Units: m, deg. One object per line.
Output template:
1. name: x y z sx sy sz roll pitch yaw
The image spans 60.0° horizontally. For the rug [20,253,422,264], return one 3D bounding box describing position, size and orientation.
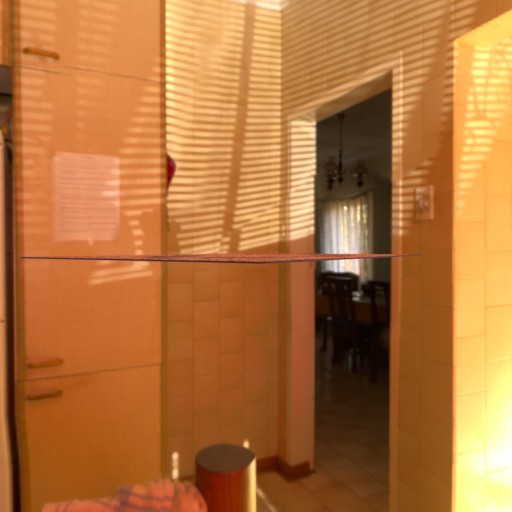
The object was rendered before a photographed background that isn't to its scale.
1. rug: 0.000 0.000 3.763 2.053 0.011 2.940 1 1 34
